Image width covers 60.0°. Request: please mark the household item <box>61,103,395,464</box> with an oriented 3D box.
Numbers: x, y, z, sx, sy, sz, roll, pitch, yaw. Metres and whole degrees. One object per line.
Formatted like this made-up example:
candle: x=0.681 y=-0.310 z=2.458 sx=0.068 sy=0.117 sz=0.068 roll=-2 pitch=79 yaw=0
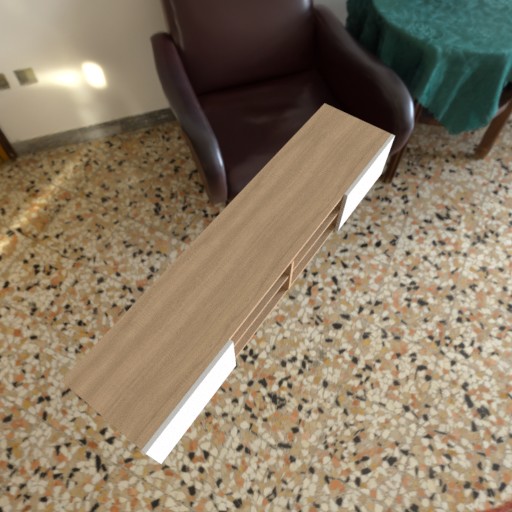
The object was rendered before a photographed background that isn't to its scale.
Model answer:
household item: x=0.000 y=0.000 z=2.076 sx=0.420 sy=0.310 sz=1.850 roll=32 pitch=64 yaw=18
